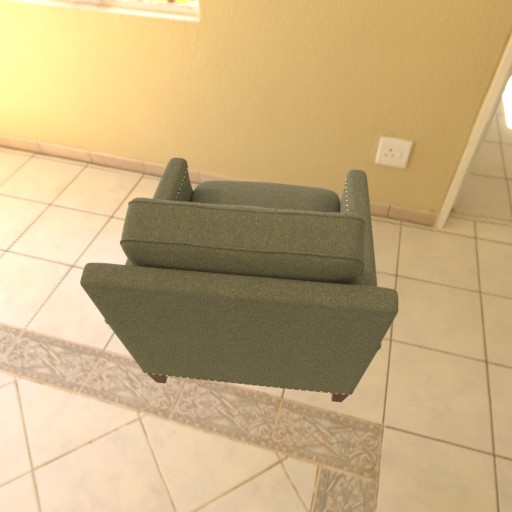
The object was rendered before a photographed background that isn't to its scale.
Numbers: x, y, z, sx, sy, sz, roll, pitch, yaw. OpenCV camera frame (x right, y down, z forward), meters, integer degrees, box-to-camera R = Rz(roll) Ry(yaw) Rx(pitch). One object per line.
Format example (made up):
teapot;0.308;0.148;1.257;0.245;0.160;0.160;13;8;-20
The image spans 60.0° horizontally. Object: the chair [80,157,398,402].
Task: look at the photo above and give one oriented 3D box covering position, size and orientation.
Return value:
chair;0.000;0.000;1.803;0.885;1.031;1.031;5;47;4
